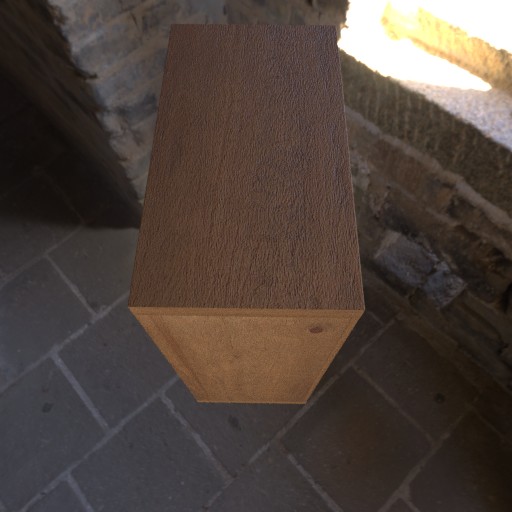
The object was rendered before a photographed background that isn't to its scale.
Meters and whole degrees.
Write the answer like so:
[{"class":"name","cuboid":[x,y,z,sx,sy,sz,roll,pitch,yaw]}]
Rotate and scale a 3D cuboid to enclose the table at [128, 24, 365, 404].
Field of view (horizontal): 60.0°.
[{"class":"table","cuboid":[0.000,0.000,1.703,0.524,1.294,0.901,1,63,0]}]
